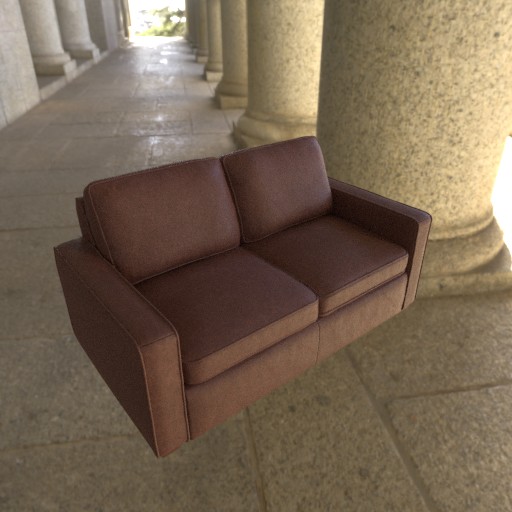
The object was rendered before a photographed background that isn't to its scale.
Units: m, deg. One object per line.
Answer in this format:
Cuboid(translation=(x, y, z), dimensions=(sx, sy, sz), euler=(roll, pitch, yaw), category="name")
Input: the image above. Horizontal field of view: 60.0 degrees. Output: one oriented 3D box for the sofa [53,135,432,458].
Cuboid(translation=(0.000, 0.000, 2.263), dimensions=(1.709, 0.918, 0.947), euler=(-21, 36, -33), category="sofa")
